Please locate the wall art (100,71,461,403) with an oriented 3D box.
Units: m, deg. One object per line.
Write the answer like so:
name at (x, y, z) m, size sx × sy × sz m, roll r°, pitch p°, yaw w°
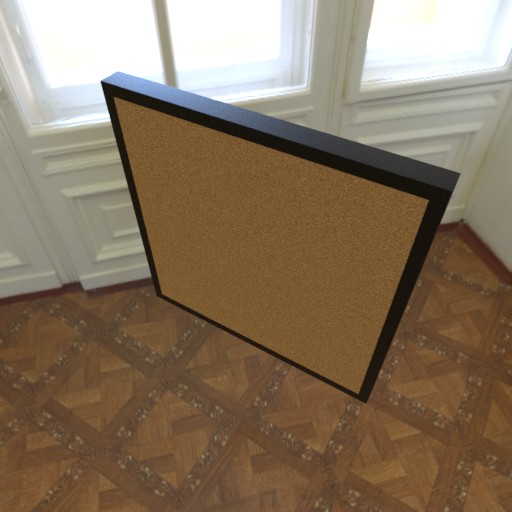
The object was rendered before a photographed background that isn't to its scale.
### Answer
wall art at (0.000, 0.000, 0.755) m, size 0.508 × 0.508 × 0.038 m, roll 23°, pitch 51°, yaw 21°
